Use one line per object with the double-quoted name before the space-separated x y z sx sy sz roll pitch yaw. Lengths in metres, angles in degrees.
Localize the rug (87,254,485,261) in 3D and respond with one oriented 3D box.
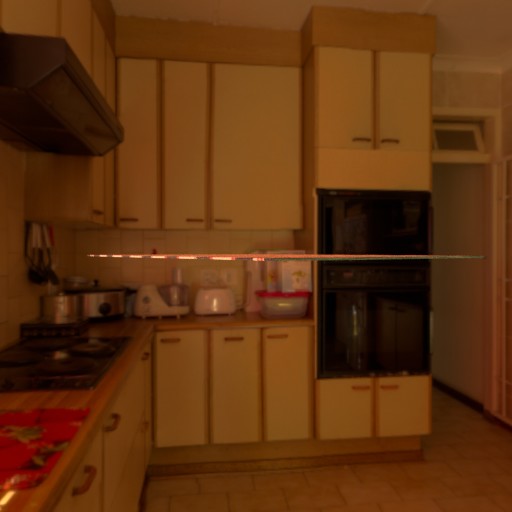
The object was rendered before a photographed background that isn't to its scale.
"rug" 0.000 0.000 2.350 1.221 0.009 1.825 0 1 -37
